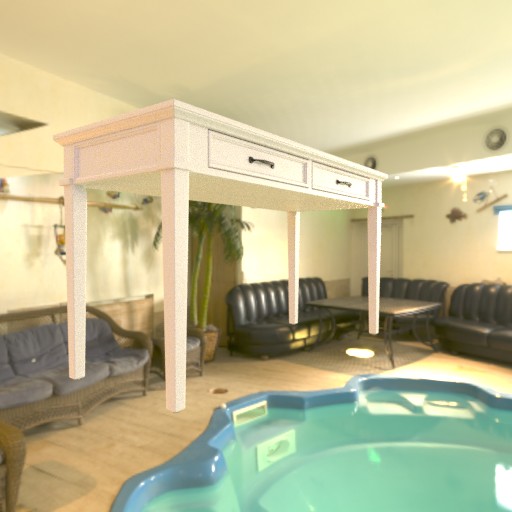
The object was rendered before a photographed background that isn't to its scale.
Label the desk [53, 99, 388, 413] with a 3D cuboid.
[{"bbox_3d":[0.000,0.000,1.773,0.559,0.774,1.372,1,1,37],"label":"desk"}]
